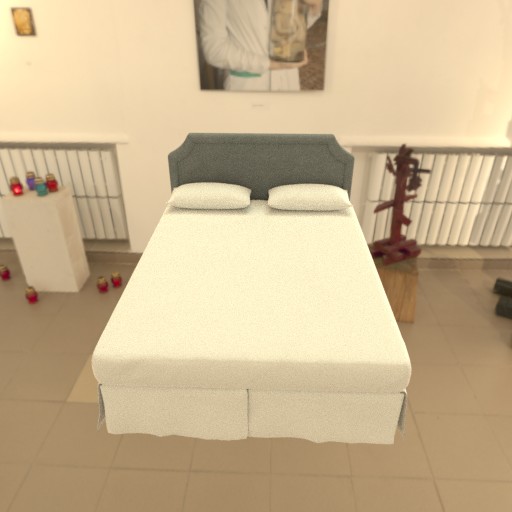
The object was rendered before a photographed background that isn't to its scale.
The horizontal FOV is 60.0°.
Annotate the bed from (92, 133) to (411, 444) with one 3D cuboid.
[{"bbox_3d":[0.000,0.000,3.527,1.977,1.306,2.464,1,30,2],"label":"bed"}]
